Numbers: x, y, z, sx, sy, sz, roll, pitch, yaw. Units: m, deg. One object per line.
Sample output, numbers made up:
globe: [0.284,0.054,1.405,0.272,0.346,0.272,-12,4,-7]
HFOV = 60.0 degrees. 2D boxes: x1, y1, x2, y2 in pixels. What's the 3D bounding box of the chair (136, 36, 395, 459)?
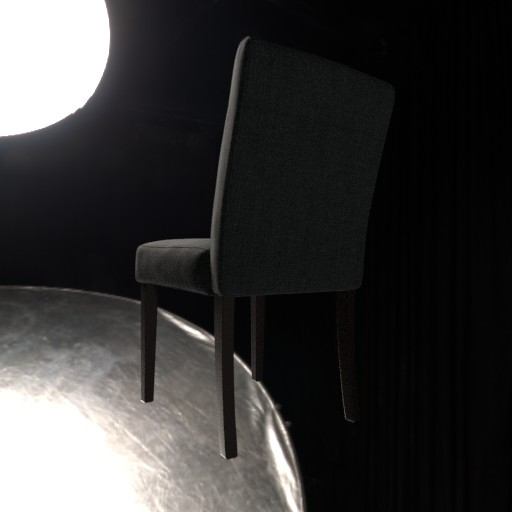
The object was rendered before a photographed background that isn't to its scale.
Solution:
chair: [0.000,0.000,1.230,0.487,0.884,0.629,0,-1,-35]
